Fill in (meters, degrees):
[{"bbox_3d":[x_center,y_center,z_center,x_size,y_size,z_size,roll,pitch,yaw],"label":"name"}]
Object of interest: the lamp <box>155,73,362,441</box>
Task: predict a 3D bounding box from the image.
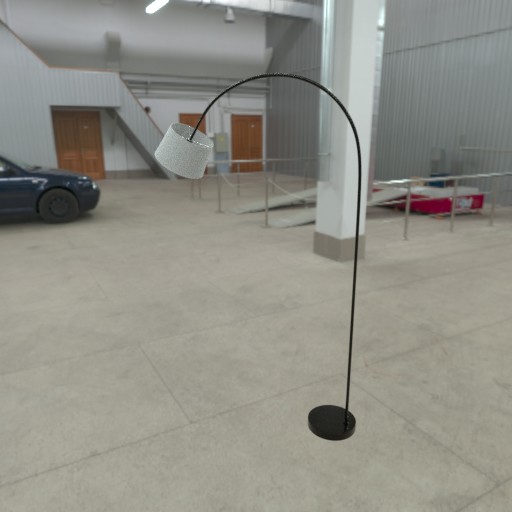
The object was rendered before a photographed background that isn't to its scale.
[{"bbox_3d":[0.000,0.000,2.757,1.363,2.104,0.331,7,17,24],"label":"lamp"}]
